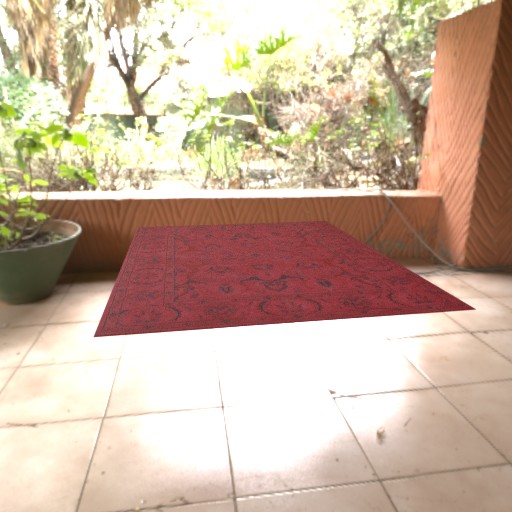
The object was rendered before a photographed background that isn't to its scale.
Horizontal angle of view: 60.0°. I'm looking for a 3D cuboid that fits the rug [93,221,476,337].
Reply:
[{"bbox_3d":[0.000,0.000,3.982,2.300,0.012,2.929,-3,16,-9],"label":"rug"}]
